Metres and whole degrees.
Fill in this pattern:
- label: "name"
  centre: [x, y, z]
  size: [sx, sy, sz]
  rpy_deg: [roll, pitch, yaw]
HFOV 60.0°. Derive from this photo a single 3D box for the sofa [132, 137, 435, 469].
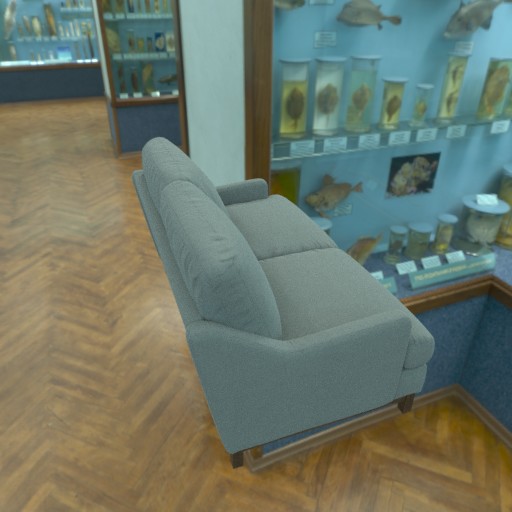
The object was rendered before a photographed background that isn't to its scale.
- label: "sofa"
  centre: [0.000, 0.000, 2.205]
  size: [0.987, 0.921, 1.589]
  rpy_deg: [-10, 32, -17]
